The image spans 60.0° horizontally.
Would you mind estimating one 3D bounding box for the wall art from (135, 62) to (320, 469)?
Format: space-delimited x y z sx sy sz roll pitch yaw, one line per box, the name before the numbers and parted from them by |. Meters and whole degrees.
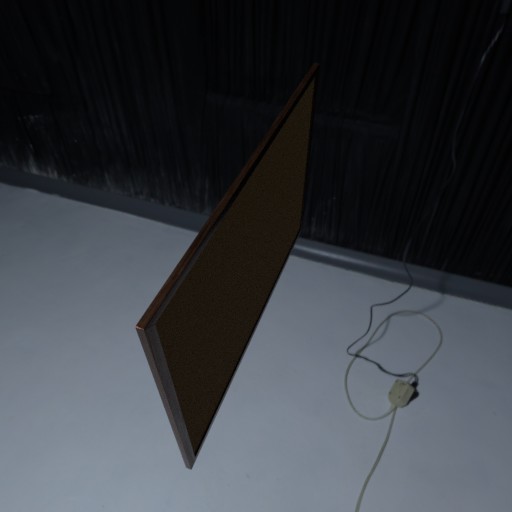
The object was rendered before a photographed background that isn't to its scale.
wall art | 0.000 0.000 1.027 0.014 0.559 0.816 16 50 14
